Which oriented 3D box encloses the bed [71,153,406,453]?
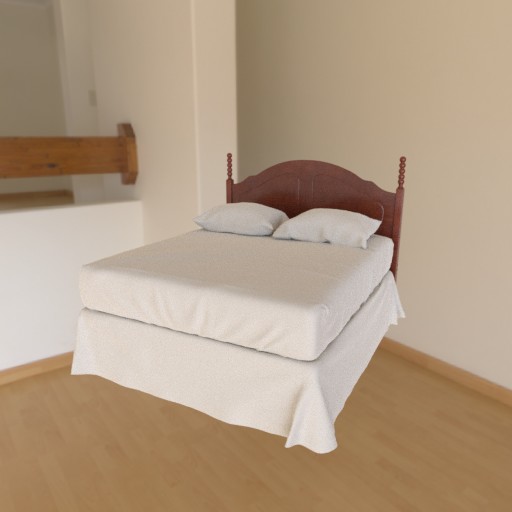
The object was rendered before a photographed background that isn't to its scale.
[{"bbox_3d":[0.000,0.000,3.187,1.873,1.356,2.040,8,17,27],"label":"bed"}]
